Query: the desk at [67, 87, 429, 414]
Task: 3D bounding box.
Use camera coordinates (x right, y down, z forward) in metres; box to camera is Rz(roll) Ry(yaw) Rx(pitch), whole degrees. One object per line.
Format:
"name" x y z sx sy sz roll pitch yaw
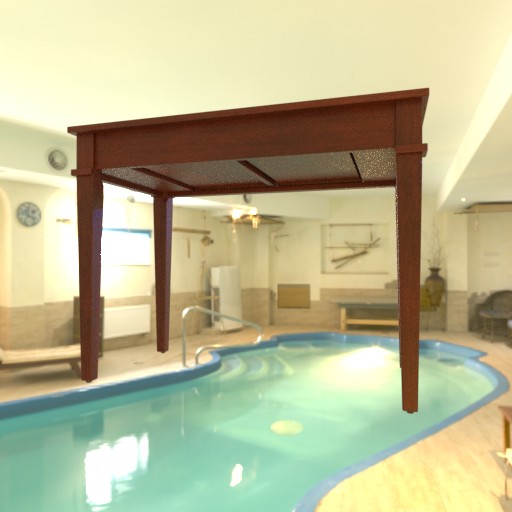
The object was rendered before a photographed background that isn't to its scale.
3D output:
"desk" 0.000 0.000 1.420 1.001 0.762 0.549 0 -1 17
